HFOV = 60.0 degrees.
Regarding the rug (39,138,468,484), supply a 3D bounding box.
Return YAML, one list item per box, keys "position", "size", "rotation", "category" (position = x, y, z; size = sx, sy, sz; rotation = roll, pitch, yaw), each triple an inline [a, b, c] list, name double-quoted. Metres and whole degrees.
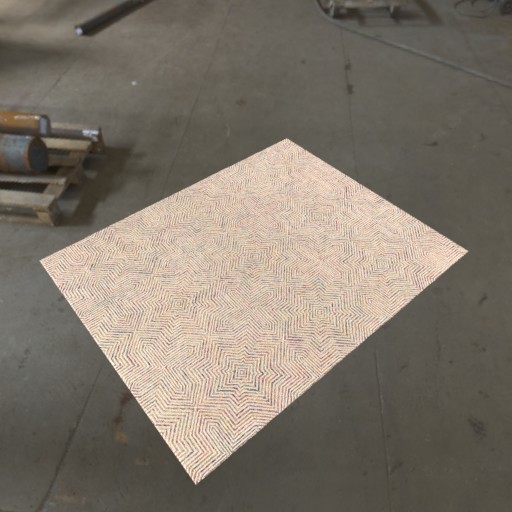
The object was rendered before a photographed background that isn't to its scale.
- position: [0.000, 0.000, 4.029]
  size: [3.046, 0.008, 2.442]
  rotation: [-32, 55, -26]
  category: "rug"
